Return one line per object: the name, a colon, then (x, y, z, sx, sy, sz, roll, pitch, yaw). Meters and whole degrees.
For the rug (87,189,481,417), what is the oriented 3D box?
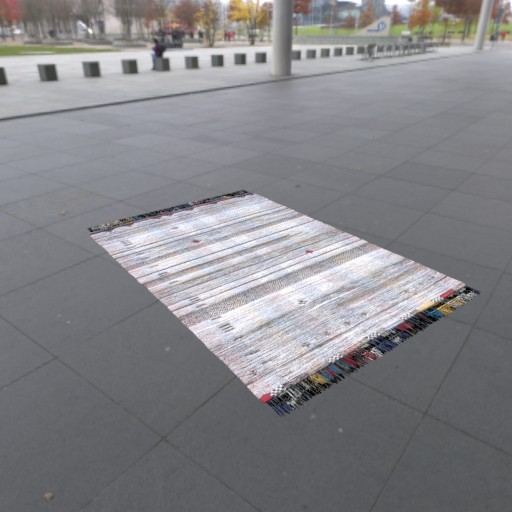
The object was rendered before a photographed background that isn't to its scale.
rug: (0.000, 0.000, 2.333, 1.217, 0.012, 1.848, -19, 33, -33)
